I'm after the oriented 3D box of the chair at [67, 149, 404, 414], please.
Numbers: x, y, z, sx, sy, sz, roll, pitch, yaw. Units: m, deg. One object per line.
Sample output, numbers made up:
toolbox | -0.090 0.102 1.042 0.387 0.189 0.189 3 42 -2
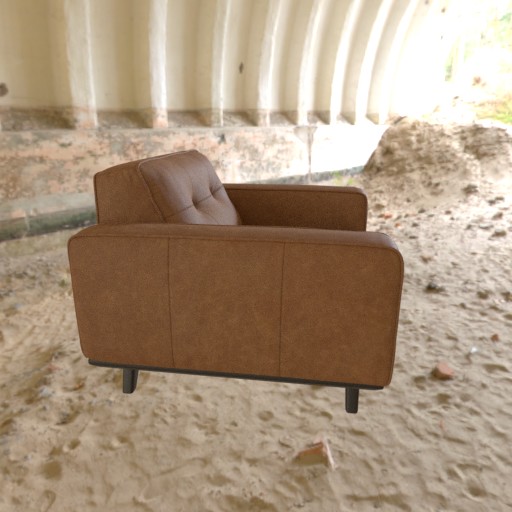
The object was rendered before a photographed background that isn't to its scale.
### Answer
chair | 0.000 0.000 1.745 0.952 0.782 1.118 2 17 8
